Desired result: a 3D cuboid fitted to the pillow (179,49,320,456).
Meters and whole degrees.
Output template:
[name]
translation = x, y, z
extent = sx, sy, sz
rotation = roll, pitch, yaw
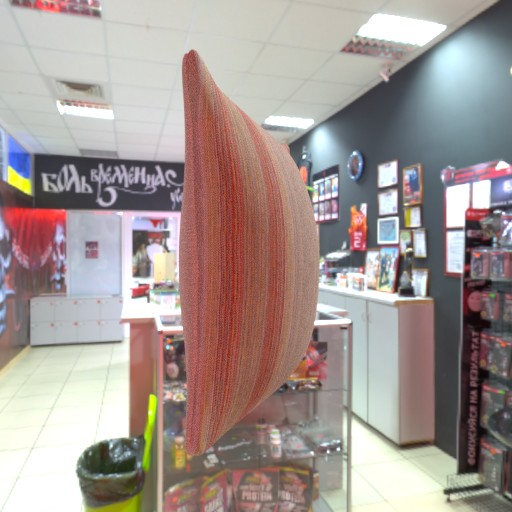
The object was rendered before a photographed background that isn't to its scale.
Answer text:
[pillow]
translation = 0.000, 0.000, 0.686
extent = 0.191, 0.449, 0.451
rotation = 0, 1, 17
